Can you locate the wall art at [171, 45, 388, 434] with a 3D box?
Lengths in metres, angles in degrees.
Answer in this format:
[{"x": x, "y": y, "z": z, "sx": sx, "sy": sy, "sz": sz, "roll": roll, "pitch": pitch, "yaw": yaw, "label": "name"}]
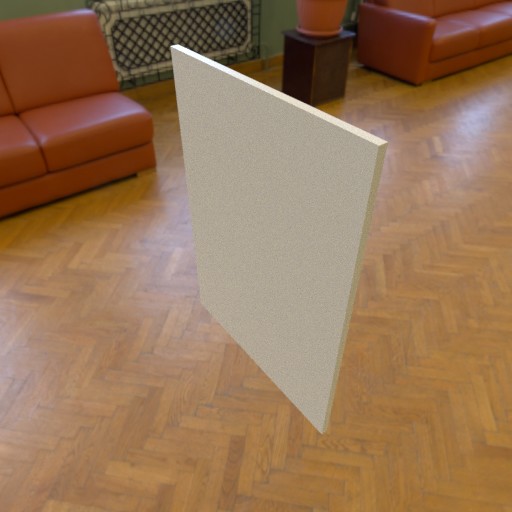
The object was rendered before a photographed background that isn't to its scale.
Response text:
[{"x": 0.000, "y": 0.000, "z": 0.692, "sx": 0.013, "sy": 0.533, "sz": 0.381, "roll": -27, "pitch": 48, "yaw": -27, "label": "wall art"}]
